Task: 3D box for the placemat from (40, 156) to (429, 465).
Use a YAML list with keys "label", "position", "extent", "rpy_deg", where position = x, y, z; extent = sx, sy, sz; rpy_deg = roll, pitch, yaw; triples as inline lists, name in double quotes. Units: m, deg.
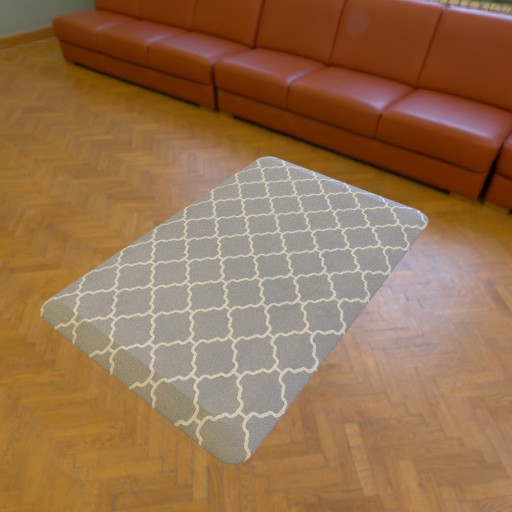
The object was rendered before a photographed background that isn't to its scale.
- label: "placemat"
  position: [0.000, 0.000, 0.962]
  extent: [0.508, 0.021, 0.762]
  rpy_deg: [27, 48, 27]
